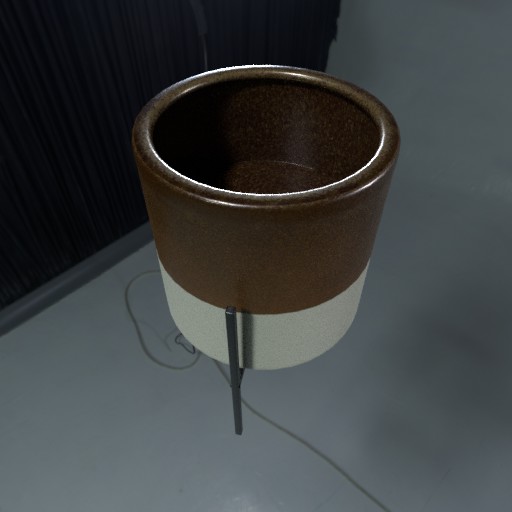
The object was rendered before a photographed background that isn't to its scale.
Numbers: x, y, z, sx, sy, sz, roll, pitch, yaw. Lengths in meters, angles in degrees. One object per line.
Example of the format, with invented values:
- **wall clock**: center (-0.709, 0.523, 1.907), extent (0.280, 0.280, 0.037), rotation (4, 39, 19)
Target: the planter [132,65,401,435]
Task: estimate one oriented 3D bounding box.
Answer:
- **planter**: center (0.000, 0.000, 0.549), extent (0.269, 0.375, 0.255), rotation (33, 55, 27)
